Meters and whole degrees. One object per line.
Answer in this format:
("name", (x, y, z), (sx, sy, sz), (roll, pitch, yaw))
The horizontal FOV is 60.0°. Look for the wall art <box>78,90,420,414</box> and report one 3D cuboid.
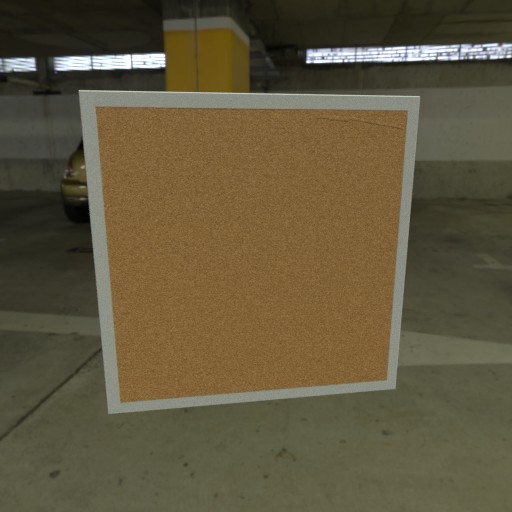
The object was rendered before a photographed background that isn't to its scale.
("wall art", (0.000, 0.000, 0.446), (0.305, 0.305, 0.038), (-2, 14, -9))
